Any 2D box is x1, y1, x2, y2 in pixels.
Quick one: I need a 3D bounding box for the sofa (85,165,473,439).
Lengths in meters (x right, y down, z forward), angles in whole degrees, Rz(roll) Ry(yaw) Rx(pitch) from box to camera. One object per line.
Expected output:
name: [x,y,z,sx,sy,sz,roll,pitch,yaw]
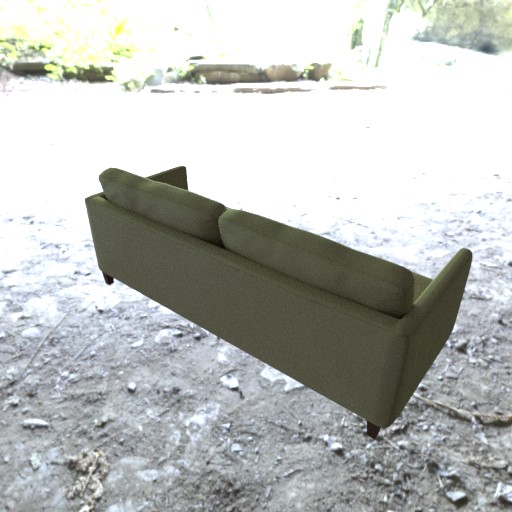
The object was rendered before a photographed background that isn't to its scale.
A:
sofa: [0.000,0.000,2.918,2.404,0.912,0.988,22,37,33]
